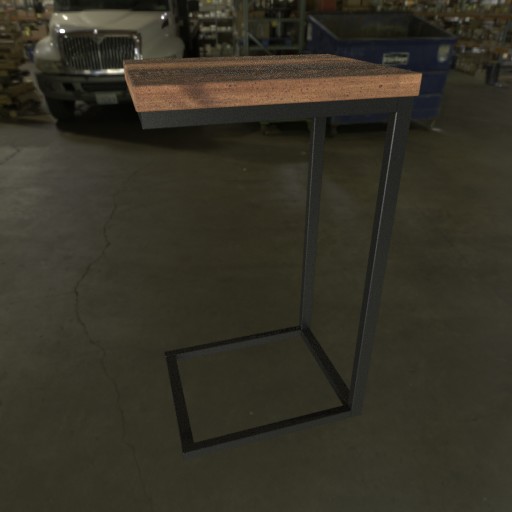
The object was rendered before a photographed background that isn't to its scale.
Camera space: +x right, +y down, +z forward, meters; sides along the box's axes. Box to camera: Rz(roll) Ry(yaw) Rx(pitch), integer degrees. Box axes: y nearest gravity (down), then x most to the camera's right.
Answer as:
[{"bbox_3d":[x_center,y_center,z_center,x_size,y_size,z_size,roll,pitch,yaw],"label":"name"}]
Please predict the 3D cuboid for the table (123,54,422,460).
[{"bbox_3d":[0.000,0.000,0.905,0.414,0.718,0.323,-8,30,-15],"label":"table"}]
